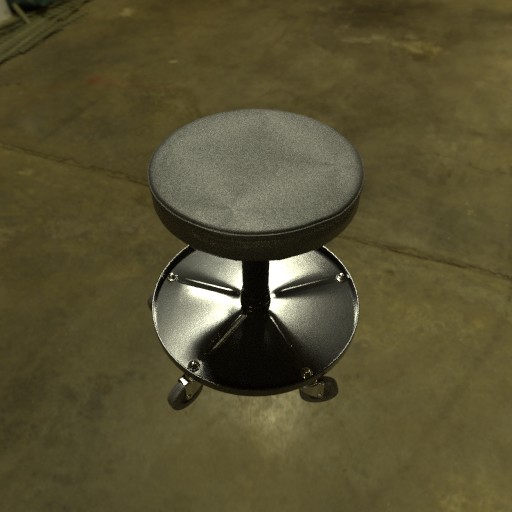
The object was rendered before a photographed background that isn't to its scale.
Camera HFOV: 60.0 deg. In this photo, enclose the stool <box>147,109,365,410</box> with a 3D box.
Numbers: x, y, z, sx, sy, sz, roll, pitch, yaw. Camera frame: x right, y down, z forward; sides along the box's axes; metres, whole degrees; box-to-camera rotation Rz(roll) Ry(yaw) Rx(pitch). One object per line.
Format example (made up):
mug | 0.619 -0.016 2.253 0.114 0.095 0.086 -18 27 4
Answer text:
stool | 0.000 0.000 0.693 0.381 0.365 0.382 -17 49 -15
